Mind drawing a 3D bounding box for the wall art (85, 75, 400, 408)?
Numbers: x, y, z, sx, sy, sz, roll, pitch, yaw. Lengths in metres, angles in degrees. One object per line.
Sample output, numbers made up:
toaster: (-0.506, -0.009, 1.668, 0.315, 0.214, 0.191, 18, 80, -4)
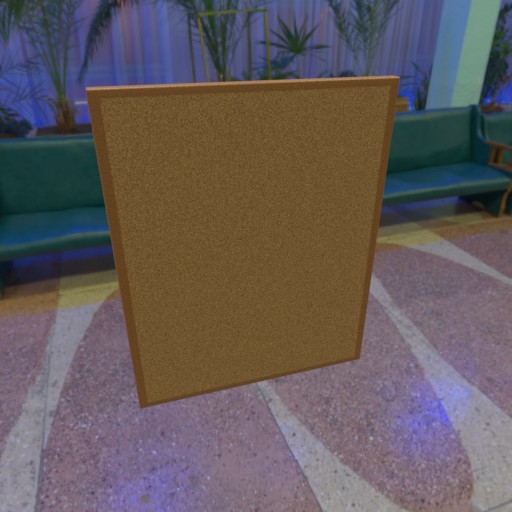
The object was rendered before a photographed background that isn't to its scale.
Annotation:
wall art: (0.000, 0.000, 0.750, 0.452, 0.553, 0.022, -8, 29, -15)
